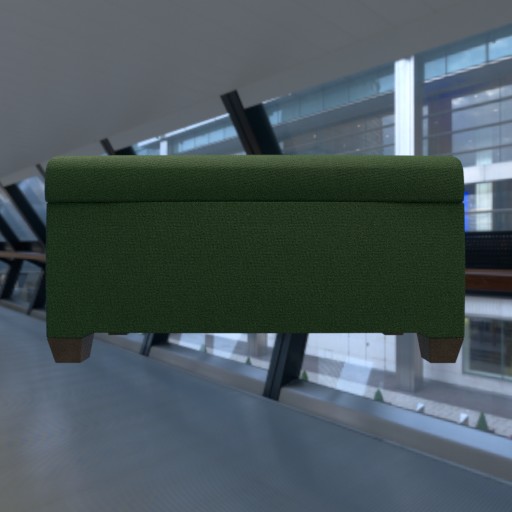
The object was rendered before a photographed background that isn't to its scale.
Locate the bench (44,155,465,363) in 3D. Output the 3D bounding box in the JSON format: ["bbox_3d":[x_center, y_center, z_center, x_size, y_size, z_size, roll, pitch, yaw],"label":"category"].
[{"bbox_3d":[0.000,0.000,1.253,0.989,0.501,0.505,0,0,0],"label":"bench"}]
